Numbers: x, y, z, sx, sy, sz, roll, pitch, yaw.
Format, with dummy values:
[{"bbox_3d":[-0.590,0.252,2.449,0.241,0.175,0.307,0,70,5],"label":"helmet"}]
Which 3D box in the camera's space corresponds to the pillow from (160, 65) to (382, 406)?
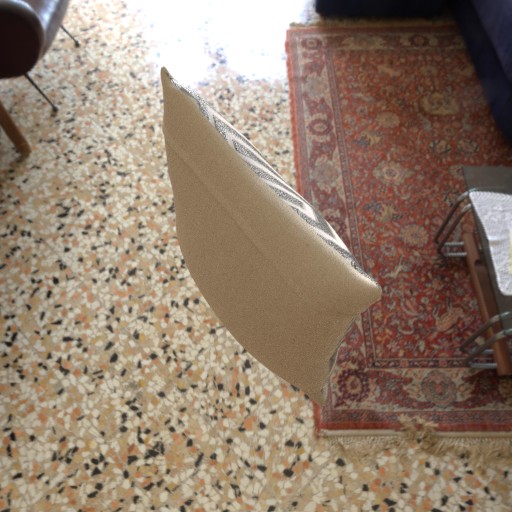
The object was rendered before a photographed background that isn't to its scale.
[{"bbox_3d":[0.000,0.000,0.698,0.182,0.441,0.440,-32,64,-17],"label":"pillow"}]
